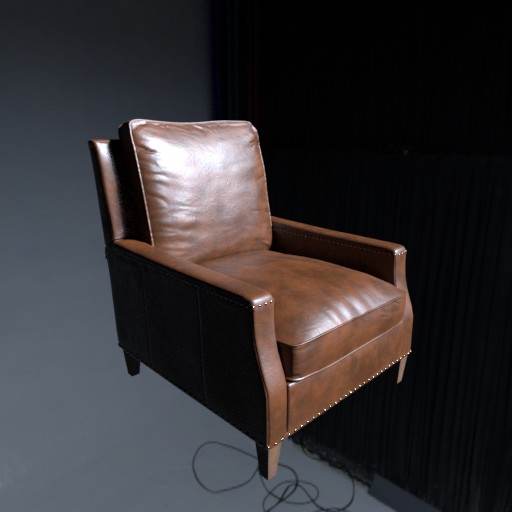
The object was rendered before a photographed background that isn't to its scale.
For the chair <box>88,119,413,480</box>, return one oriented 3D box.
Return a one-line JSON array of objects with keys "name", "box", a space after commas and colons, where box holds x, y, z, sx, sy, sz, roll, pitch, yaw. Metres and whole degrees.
[{"name": "chair", "box": [0.000, 0.000, 1.775, 0.854, 1.054, 1.035, -15, 21, -42]}]
